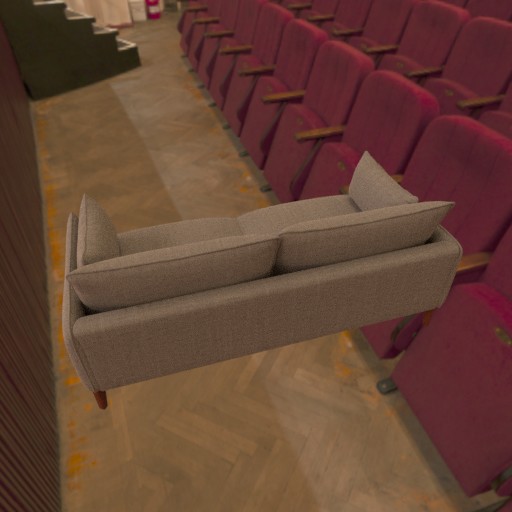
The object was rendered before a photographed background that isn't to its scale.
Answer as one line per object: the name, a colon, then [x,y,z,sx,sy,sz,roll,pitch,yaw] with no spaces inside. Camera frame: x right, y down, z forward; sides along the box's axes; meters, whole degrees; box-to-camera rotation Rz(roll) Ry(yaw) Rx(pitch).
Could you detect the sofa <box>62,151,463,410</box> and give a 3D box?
sofa: [0.000,0.000,2.481,1.989,0.851,0.972,-11,42,-13]
